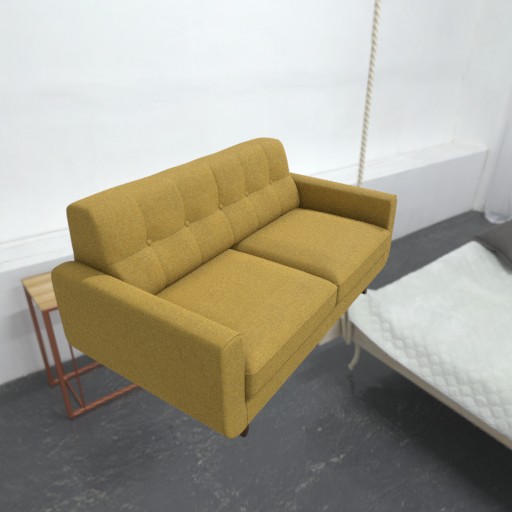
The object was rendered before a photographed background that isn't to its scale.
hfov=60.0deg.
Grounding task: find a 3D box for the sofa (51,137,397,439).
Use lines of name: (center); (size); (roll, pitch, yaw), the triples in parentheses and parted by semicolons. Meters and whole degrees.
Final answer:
sofa: (0.000, 0.000, 2.206); (0.909, 0.841, 1.631); (18, 33, 30)
